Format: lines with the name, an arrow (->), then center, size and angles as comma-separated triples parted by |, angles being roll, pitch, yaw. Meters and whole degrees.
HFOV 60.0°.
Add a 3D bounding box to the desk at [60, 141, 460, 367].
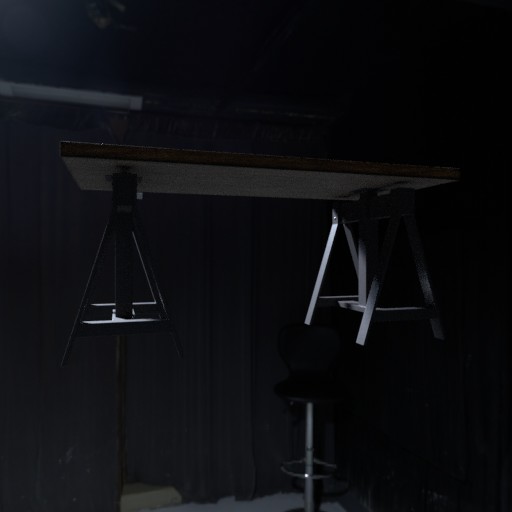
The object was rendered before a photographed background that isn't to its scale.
desk -> 0.000, 0.000, 1.984 | 1.543, 0.725, 0.784 | 0, 0, -17
